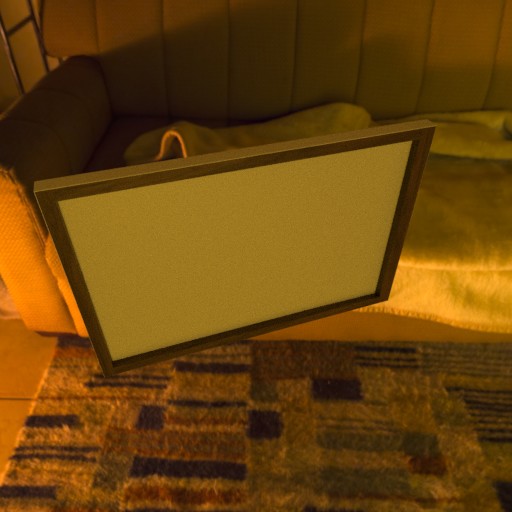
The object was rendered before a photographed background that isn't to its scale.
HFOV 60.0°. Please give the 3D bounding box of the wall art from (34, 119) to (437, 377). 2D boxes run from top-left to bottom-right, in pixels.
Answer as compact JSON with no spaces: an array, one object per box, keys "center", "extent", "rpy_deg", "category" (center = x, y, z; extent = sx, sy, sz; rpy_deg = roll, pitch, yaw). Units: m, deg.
[{"center":[0.000,0.000,1.462],"extent":[1.138,0.761,0.051],"rpy_deg":[-13,42,-14],"category":"wall art"}]
